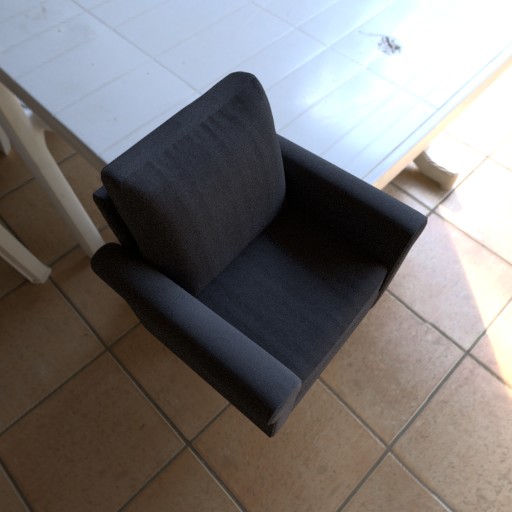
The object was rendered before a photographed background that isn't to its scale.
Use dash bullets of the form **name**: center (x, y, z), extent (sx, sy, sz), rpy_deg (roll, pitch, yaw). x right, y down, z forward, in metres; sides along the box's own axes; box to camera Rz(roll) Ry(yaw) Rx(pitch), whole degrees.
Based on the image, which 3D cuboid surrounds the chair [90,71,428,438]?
- **chair**: center (0.000, 0.000, 1.585), extent (0.828, 0.942, 0.867), rpy_deg (36, 65, 19)
